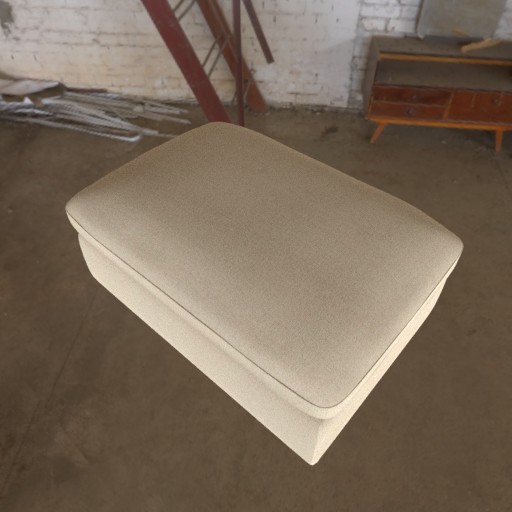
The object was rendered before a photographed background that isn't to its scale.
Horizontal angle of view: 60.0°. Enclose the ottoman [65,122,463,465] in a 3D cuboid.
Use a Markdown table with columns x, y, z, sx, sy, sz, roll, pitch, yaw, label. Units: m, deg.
| x | y | z | sx | sy | sz | roll | pitch | yaw | label |
| --- | --- | --- | --- | --- | --- | --- | --- | --- | --- |
| 0.000 | 0.000 | 1.359 | 0.984 | 0.453 | 0.686 | 33 | 55 | 27 | ottoman |
